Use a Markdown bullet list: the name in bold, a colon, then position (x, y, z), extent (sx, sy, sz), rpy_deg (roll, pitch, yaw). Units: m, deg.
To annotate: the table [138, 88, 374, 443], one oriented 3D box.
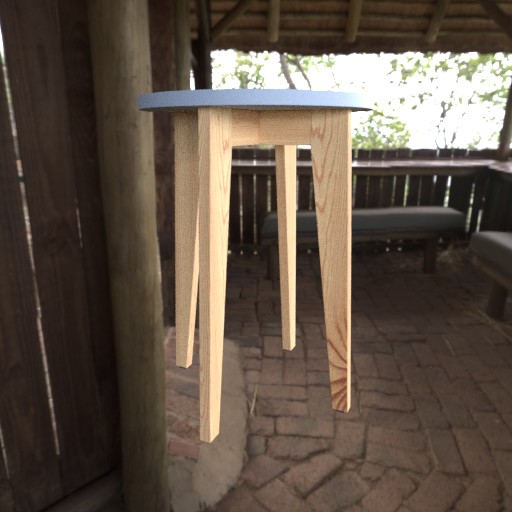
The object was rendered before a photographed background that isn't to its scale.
- **table**: position (0.000, 0.000, 0.746), extent (0.350, 0.500, 0.350), rpy_deg (0, 16, 0)
